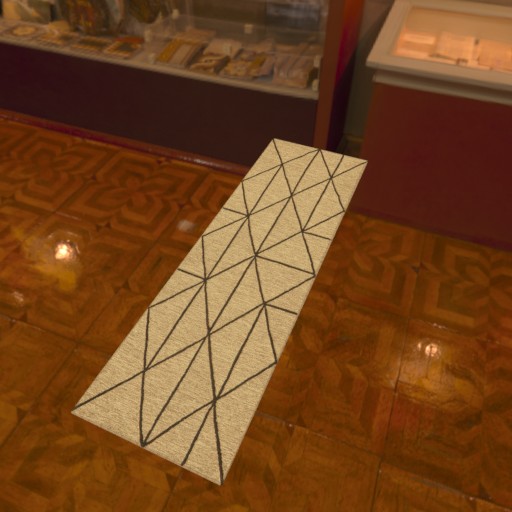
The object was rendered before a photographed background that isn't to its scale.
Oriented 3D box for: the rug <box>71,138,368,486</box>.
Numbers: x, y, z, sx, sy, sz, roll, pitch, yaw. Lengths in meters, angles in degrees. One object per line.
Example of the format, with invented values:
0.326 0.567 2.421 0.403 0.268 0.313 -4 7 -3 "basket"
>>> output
0.000 0.000 2.657 0.762 0.012 2.438 18 50 16 "rug"
